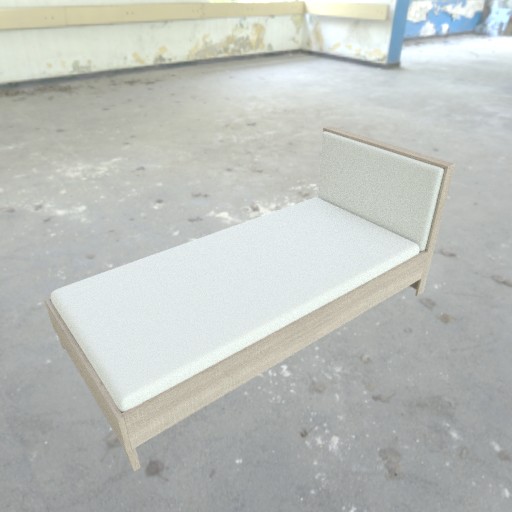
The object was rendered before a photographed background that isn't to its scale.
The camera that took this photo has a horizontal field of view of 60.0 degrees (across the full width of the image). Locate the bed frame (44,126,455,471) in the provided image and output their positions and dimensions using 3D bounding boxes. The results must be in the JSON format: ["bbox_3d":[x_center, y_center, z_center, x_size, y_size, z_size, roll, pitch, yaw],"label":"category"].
[{"bbox_3d":[0.000,0.000,2.570,2.140,0.920,0.990,-22,38,-31],"label":"bed frame"}]
